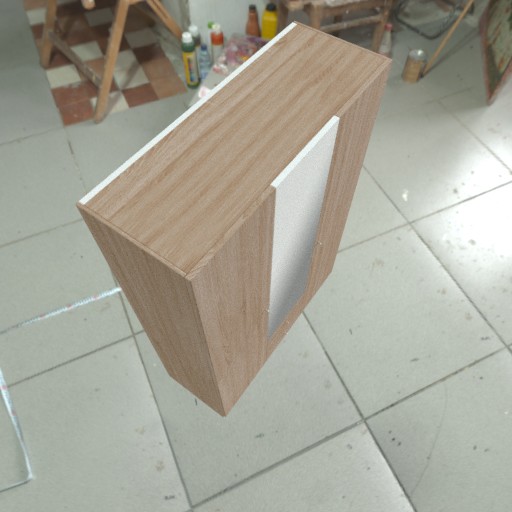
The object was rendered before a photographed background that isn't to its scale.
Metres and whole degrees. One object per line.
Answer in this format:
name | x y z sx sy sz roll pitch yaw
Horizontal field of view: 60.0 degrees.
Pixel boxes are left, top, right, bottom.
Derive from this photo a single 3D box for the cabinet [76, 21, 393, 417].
cabinet | 0.000 0.000 2.789 0.590 2.120 1.500 31 63 18
